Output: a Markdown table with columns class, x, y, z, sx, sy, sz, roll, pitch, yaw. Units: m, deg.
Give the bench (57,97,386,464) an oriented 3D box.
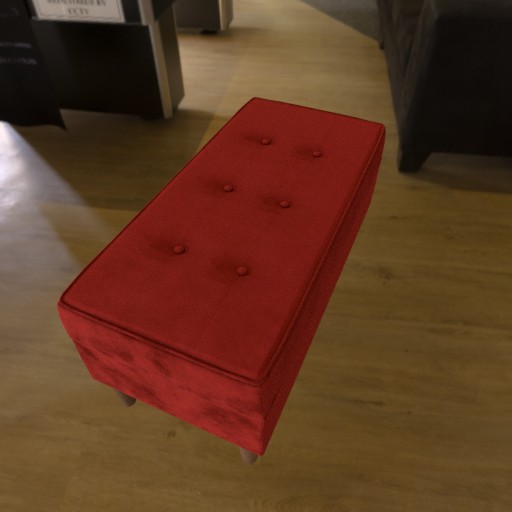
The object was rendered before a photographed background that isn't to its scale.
| class | x | y | z | sx | sy | sz | roll | pitch | yaw |
| --- | --- | --- | --- | --- | --- | --- | --- | --- | --- |
| bench | 0.000 | 0.000 | 1.320 | 0.492 | 0.471 | 1.016 | 18 | 49 | 17 |
